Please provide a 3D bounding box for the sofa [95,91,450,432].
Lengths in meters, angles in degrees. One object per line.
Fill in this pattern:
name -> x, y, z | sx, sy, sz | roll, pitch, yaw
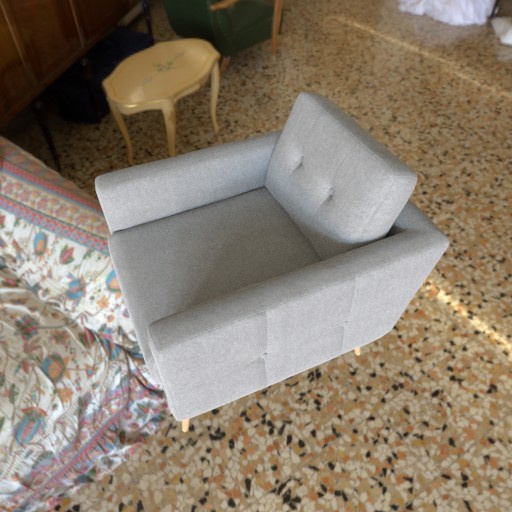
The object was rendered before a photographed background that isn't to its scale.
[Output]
sofa -> 0.000, 0.000, 1.536 | 0.920, 0.860, 0.770 | -19, 50, -17
